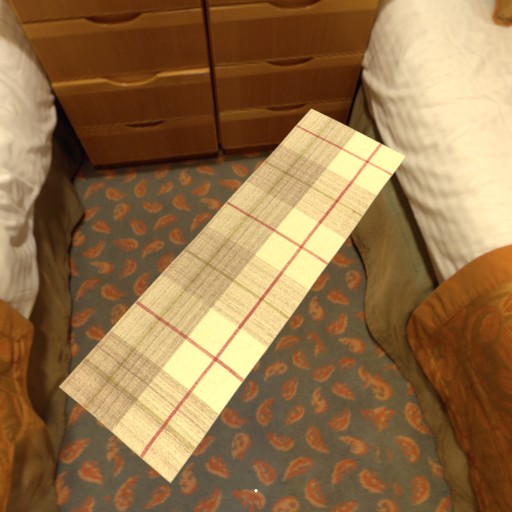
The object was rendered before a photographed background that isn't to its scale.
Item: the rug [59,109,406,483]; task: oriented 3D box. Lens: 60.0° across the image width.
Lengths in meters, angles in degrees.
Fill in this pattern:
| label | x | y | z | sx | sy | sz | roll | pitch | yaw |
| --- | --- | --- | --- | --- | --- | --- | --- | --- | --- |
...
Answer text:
| label | x | y | z | sx | sy | sz | roll | pitch | yaw |
| --- | --- | --- | --- | --- | --- | --- | --- | --- | --- |
| rug | 0.000 | 0.000 | 2.657 | 0.762 | 0.013 | 2.439 | 32 | 67 | 16 |
